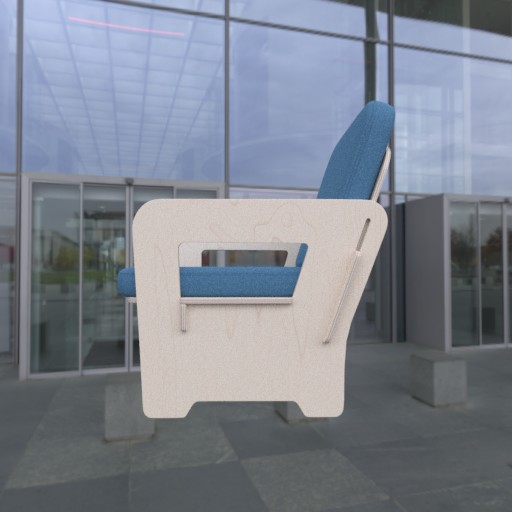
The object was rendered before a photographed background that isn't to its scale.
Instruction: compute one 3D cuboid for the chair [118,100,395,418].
[{"bbox_3d":[0.000,0.000,1.238,0.657,0.747,0.547,0,-1,-1],"label":"chair"}]
